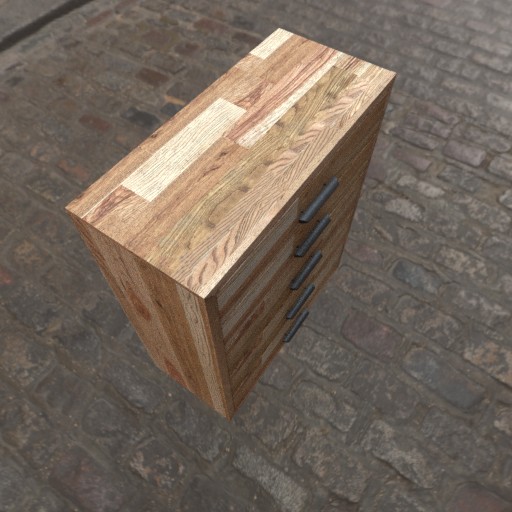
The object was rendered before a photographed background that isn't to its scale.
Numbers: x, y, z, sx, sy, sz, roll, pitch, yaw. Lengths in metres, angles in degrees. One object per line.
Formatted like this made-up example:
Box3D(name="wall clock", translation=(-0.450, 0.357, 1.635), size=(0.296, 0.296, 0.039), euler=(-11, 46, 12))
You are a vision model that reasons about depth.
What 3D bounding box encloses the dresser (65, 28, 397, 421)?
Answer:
Box3D(name="dresser", translation=(0.000, 0.000, 1.758), size=(0.480, 1.243, 0.966), euler=(30, 62, 18))
